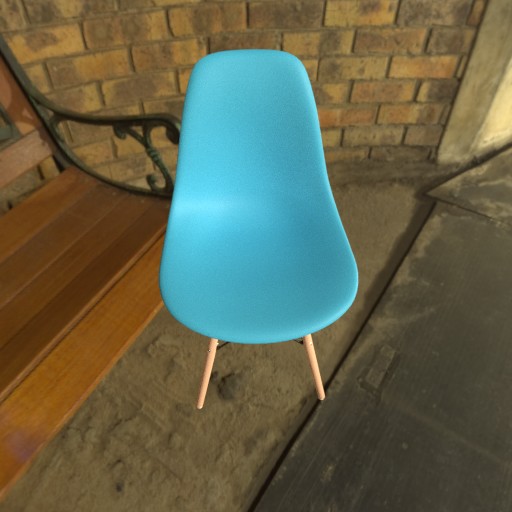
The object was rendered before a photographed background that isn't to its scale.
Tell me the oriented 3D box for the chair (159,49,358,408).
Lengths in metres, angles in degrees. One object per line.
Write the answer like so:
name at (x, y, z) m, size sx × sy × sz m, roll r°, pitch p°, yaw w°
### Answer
chair at (0.000, 0.000, 1.133) m, size 0.470 × 0.826 × 0.531 m, roll -3°, pitch 45°, yaw -3°
